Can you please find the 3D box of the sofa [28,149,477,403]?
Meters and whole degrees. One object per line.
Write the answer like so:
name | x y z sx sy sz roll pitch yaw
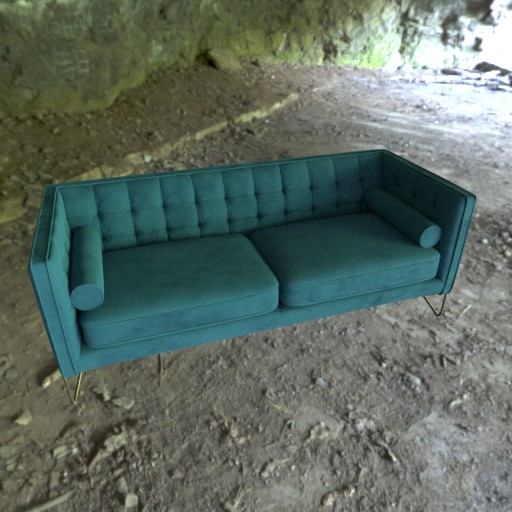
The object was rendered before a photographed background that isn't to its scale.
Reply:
sofa | 0.000 0.000 2.451 2.087 0.789 0.867 -10 32 -16
